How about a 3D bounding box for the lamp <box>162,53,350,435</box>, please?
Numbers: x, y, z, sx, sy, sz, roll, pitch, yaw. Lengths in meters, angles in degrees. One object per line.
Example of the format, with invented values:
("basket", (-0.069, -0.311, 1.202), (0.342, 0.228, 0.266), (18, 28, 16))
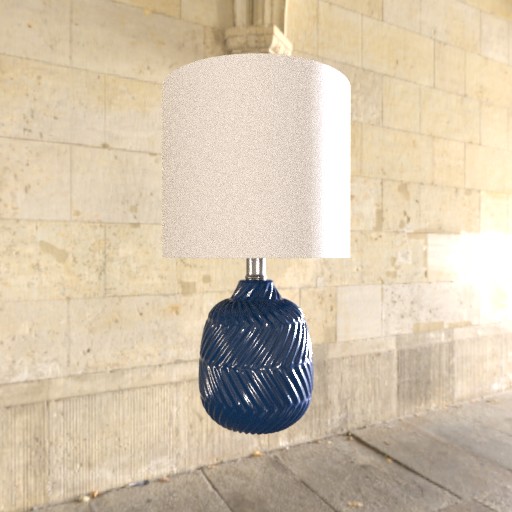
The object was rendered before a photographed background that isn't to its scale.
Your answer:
("lamp", (0.000, 0.000, 0.490), (0.203, 0.368, 0.203), (0, 0, 18))
